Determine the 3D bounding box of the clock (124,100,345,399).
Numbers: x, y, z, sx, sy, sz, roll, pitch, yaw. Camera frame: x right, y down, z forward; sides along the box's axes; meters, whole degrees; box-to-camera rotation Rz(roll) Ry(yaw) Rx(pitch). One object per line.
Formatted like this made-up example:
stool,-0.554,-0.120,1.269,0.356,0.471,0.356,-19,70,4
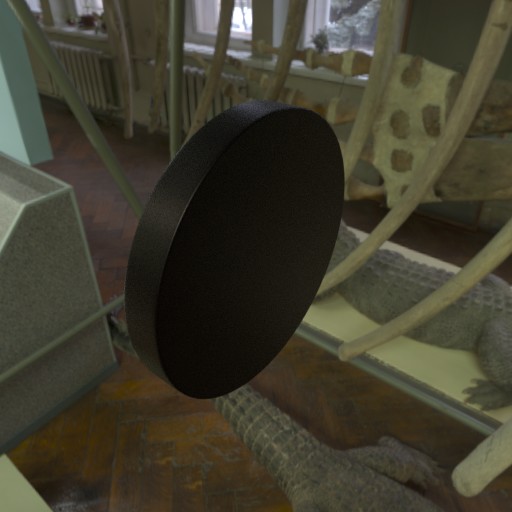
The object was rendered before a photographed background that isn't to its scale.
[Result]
clock,0.000,0.000,0.474,0.040,0.314,0.314,24,41,30
